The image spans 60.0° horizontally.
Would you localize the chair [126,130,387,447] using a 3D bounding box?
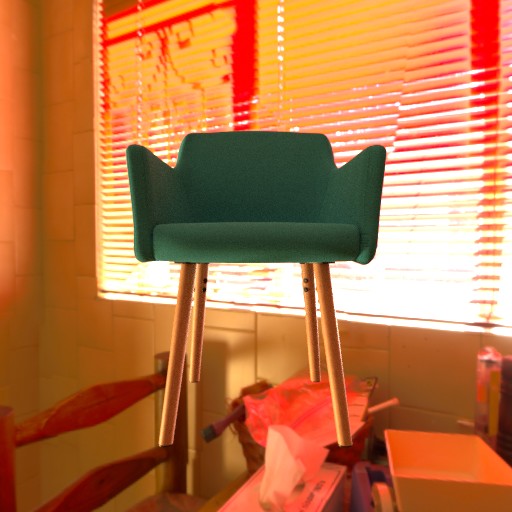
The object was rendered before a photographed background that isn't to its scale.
[{"bbox_3d":[0.000,0.000,1.176,0.570,0.780,0.540,0,1,0],"label":"chair"}]
